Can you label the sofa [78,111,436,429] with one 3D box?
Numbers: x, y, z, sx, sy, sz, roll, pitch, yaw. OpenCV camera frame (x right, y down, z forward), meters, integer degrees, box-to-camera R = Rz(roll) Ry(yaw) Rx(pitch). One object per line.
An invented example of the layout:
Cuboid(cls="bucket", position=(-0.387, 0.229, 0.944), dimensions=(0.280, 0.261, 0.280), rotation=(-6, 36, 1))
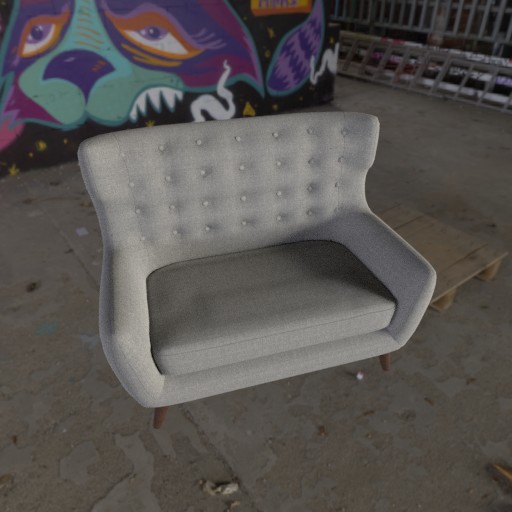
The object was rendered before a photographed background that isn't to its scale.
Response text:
Cuboid(cls="sofa", position=(0.000, 0.000, 2.014), dimensions=(1.386, 1.028, 0.884), rotation=(-10, 35, -14))
